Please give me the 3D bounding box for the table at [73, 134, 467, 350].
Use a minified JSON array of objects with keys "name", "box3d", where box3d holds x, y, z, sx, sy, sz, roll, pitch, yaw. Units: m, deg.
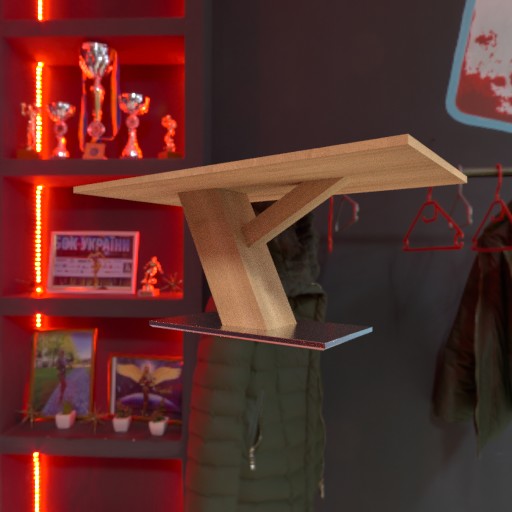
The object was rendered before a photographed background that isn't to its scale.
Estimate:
[{"name":"table","box3d":[0.000,0.000,2.249,1.800,0.750,0.900,0,0,36]}]
